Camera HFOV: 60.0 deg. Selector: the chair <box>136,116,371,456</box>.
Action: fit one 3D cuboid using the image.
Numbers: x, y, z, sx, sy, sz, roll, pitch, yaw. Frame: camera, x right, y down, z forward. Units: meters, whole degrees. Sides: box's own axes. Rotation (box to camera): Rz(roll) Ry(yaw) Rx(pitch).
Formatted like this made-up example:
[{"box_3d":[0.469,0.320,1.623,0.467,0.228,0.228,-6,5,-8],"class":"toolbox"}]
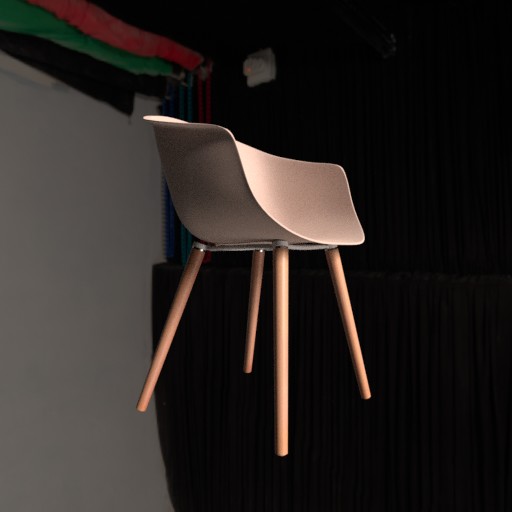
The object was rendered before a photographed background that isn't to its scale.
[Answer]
[{"box_3d":[0.000,0.000,1.167,0.504,0.781,0.593,1,1,37],"class":"chair"}]
